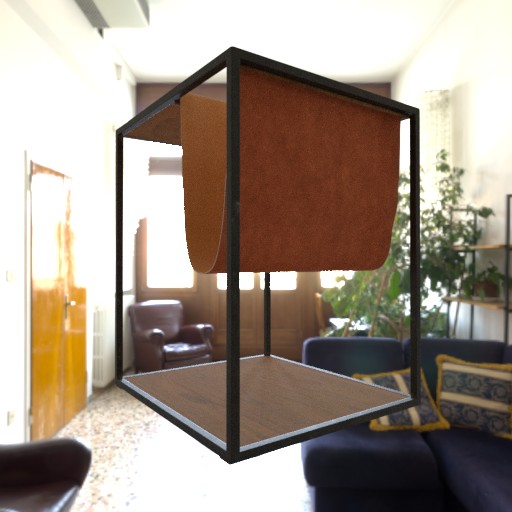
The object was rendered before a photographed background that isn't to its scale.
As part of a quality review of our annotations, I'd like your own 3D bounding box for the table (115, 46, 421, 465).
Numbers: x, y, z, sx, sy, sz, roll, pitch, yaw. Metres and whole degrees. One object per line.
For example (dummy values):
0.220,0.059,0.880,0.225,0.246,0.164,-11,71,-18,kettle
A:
0.000,0.000,0.857,0.399,0.536,0.450,0,-1,-36,table
